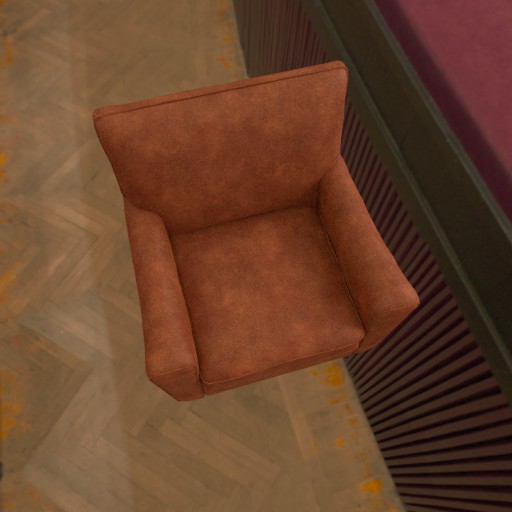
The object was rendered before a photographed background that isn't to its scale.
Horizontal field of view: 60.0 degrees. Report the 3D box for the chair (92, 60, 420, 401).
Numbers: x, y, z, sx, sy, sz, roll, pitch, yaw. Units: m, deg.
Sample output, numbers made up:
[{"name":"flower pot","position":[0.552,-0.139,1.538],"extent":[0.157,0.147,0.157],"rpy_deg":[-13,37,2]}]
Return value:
[{"name":"chair","position":[0.000,0.000,1.636],"extent":[0.870,0.943,0.823],"rpy_deg":[-14,64,-7]}]
